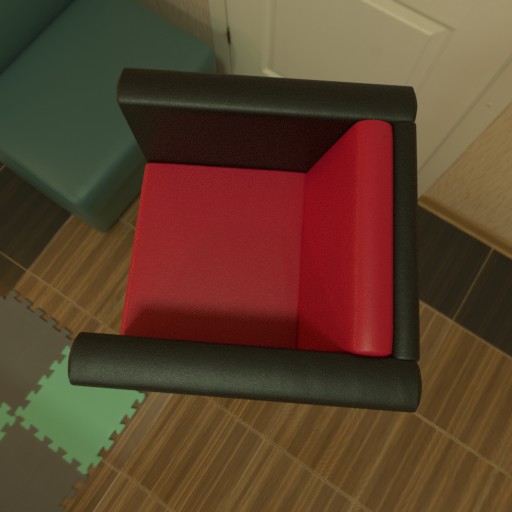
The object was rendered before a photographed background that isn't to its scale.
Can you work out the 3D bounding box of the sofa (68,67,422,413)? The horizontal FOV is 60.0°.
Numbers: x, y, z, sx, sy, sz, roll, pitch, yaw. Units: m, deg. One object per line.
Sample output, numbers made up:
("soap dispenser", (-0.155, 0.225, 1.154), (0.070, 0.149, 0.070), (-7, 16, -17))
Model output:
("sofa", (0.000, 0.000, 1.417), (0.809, 0.724, 0.839), (4, 76, 1))
